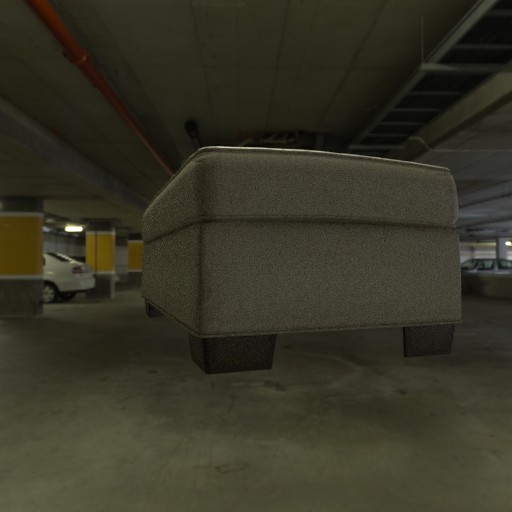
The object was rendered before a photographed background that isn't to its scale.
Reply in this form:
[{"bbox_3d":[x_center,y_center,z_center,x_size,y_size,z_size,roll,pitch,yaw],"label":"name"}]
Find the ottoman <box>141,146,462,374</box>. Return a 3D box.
[{"bbox_3d":[0.000,0.000,1.411,0.617,0.461,1.097,0,-1,-20],"label":"ottoman"}]
